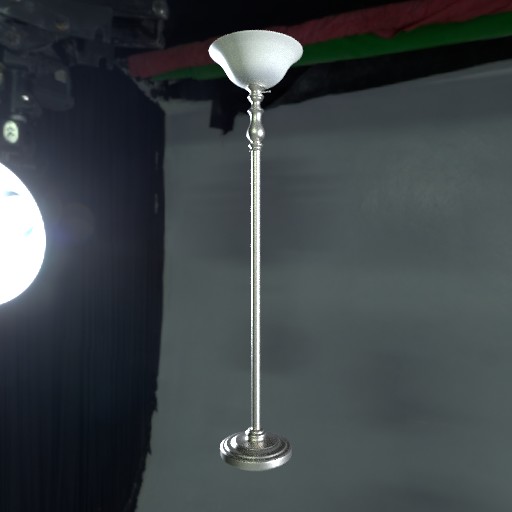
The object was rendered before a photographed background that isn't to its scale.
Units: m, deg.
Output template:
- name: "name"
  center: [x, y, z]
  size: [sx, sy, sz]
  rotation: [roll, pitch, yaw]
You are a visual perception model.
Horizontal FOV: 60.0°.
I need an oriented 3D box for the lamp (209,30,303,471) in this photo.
- name: "lamp"
  center: [0.000, 0.000, 1.949]
  size: [0.405, 1.771, 0.405]
  rotation: [0, 1, 18]
